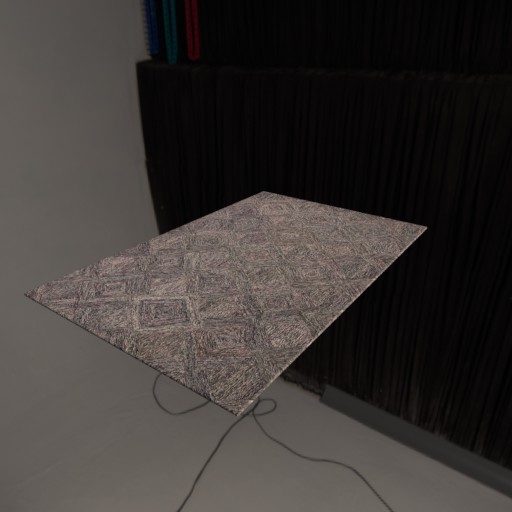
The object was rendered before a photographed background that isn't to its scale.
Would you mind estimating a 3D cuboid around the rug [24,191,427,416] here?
[{"bbox_3d":[0.000,0.000,2.885,1.501,0.017,2.298,18,31,32],"label":"rug"}]
